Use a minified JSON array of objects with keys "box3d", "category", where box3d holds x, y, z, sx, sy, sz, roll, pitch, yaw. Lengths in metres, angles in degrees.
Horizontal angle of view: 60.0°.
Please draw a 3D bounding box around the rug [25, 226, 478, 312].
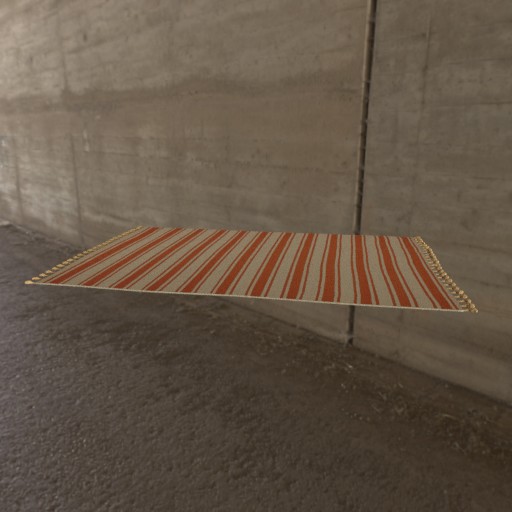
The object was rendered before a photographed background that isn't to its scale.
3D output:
[{"box3d":[0.000,0.000,3.037,2.433,0.022,1.556,3,16,10],"category":"rug"}]
